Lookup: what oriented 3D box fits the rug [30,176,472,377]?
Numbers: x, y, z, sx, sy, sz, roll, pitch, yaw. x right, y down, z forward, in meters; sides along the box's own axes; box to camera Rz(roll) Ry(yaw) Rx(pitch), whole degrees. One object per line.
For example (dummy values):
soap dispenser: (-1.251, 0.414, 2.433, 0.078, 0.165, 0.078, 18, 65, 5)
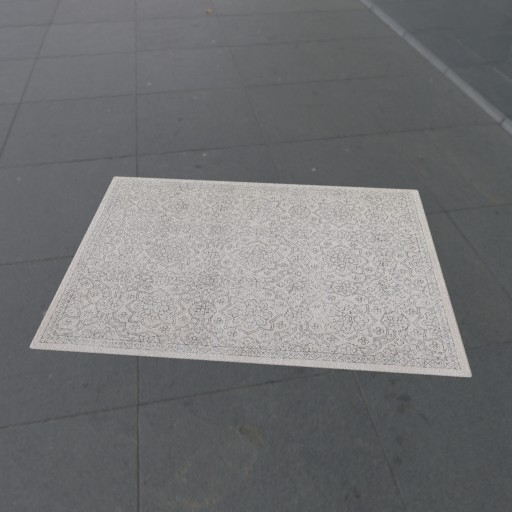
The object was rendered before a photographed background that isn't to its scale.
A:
rug: (0.000, 0.000, 2.804, 2.286, 0.011, 1.524, 3, 46, 3)
